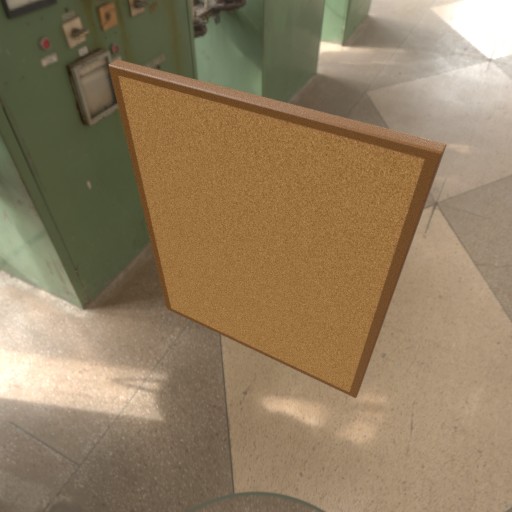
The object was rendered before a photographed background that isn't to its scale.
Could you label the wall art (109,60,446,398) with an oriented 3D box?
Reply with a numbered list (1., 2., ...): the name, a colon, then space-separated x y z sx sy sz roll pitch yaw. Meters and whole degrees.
1. wall art: 0.000 0.000 0.735 0.449 0.550 0.021 21 50 19
